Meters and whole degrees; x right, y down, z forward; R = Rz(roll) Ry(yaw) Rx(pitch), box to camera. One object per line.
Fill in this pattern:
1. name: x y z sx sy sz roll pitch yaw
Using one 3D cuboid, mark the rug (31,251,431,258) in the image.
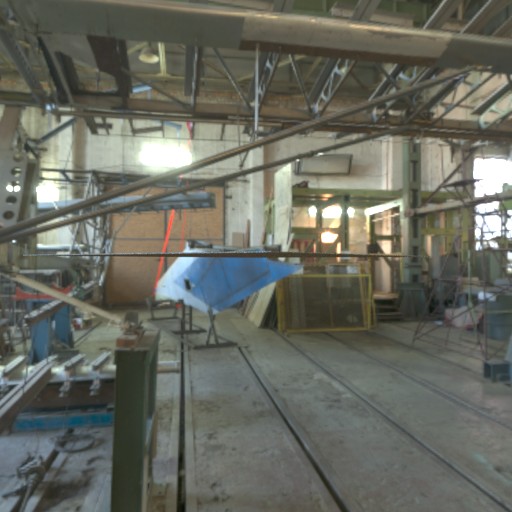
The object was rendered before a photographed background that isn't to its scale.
1. rug: 0.000 0.000 4.254 2.443 0.007 3.200 0 -1 35
